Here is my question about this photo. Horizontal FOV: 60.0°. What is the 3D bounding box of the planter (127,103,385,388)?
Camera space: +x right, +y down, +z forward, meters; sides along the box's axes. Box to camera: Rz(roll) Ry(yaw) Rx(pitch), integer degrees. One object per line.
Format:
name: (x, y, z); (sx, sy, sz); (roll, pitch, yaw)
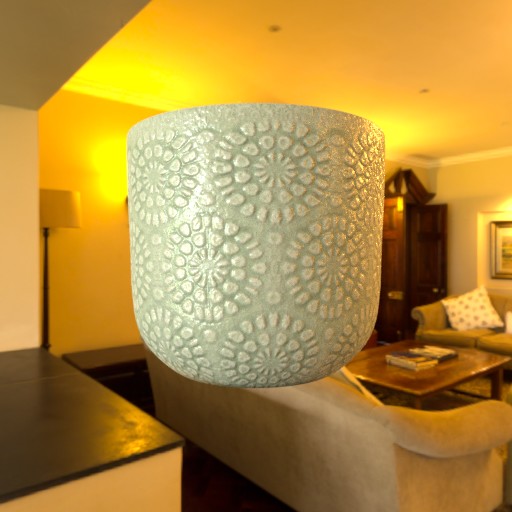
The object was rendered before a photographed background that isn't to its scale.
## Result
planter: (0.000, 0.000, 0.303); (0.169, 0.153, 0.169); (0, 1, 0)
